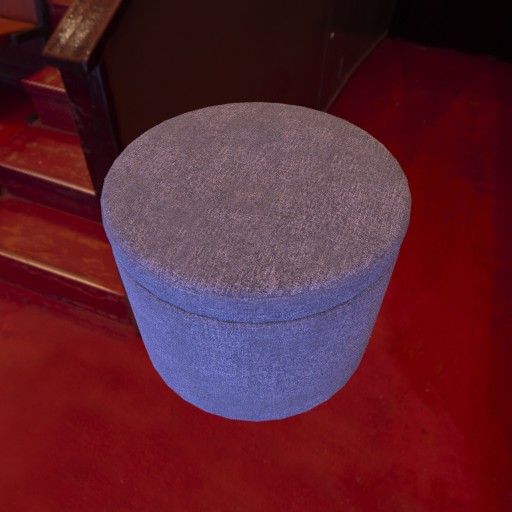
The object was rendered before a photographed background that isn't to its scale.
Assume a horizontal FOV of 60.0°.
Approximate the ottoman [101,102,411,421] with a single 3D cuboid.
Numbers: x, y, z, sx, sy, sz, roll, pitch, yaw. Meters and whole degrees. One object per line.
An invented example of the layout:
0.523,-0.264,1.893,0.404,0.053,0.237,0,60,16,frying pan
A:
0.000,0.000,0.862,0.500,0.419,0.500,0,47,0,ottoman
